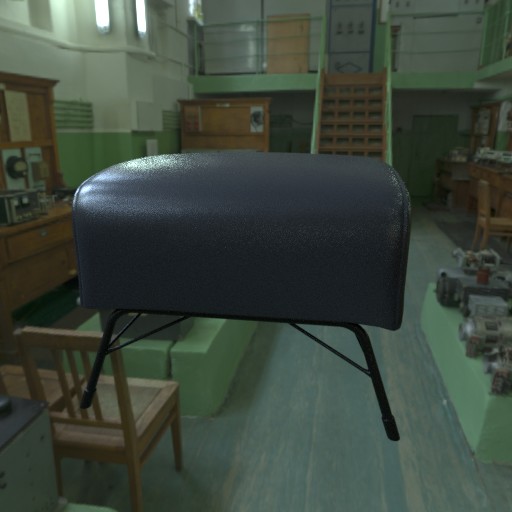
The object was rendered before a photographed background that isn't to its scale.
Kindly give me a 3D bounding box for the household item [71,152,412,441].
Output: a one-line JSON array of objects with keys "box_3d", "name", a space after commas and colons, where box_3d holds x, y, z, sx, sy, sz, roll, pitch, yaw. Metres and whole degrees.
[{"box_3d": [0.000, 0.000, 0.906, 0.530, 0.410, 0.530, 3, 17, 9], "name": "household item"}]
